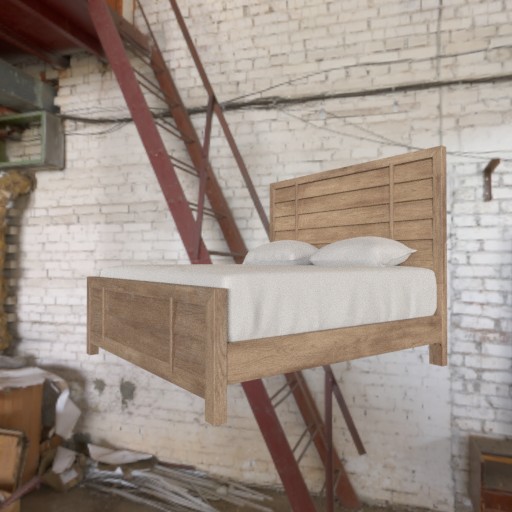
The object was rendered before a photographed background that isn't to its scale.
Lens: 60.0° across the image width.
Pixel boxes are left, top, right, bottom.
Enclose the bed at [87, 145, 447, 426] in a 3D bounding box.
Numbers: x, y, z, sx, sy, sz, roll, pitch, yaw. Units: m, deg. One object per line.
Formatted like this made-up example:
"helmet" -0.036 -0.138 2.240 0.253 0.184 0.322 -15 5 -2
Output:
"bed" 0.000 0.000 3.499 2.032 1.626 2.032 0 -1 -37
